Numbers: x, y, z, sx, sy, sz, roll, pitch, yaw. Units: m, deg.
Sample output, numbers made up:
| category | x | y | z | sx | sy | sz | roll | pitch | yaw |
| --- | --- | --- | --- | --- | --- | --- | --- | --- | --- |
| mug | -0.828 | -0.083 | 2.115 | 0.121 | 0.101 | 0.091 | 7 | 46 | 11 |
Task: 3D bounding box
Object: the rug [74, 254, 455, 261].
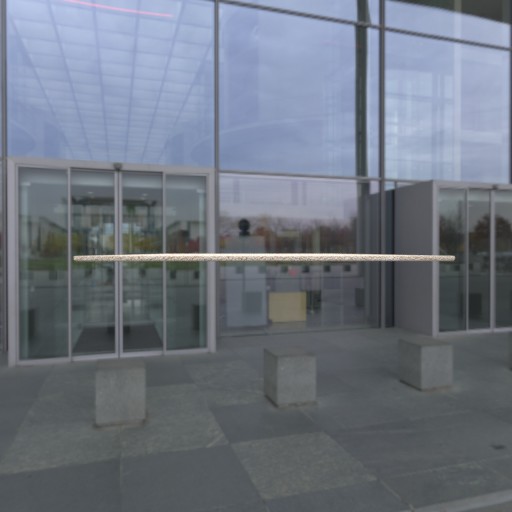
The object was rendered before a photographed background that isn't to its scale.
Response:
| category | x | y | z | sx | sy | sz | roll | pitch | yaw |
| --- | --- | --- | --- | --- | --- | --- | --- | --- | --- |
| rug | 0.000 | 0.000 | 3.434 | 1.800 | 0.025 | 2.699 | 0 | 1 | -2 |
